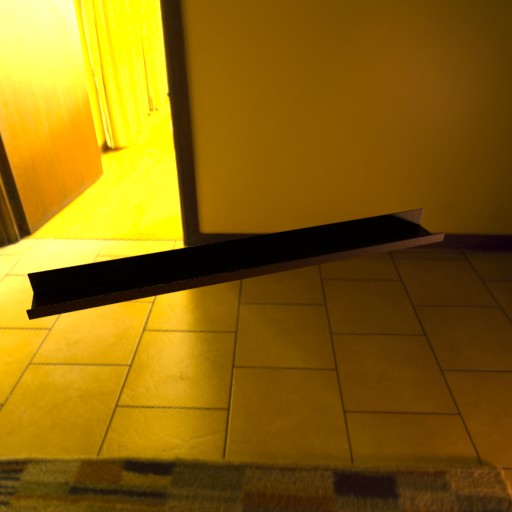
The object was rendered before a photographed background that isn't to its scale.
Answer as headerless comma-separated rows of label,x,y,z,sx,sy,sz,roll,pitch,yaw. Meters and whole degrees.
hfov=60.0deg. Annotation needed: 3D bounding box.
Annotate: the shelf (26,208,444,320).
shelf,0.000,0.000,0.977,0.924,0.049,0.092,-10,33,-16
